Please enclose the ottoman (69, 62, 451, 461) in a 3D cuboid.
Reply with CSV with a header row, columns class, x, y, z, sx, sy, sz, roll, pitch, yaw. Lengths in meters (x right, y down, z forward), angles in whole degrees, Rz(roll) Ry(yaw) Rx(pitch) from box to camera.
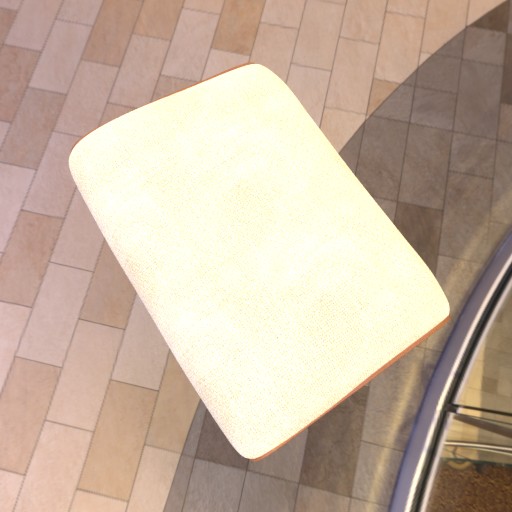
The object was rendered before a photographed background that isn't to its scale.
class,x,y,z,sx,sy,sz,roll,pitch,yaw
ottoman,0.000,0.000,0.787,0.394,0.391,0.520,-32,77,-8
